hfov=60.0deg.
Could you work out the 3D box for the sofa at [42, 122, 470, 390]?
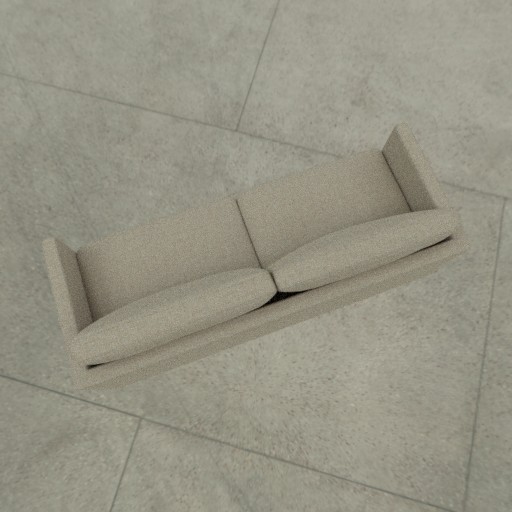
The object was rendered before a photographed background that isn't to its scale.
[{"bbox_3d":[0.000,0.000,2.900,2.434,0.965,0.951,-19,75,-5],"label":"sofa"}]
